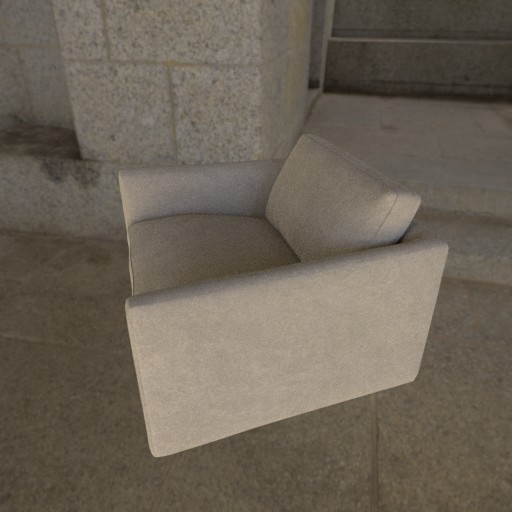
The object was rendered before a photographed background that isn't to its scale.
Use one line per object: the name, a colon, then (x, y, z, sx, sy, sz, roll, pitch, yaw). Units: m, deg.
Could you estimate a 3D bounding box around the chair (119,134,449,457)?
chair: (0.000, 0.000, 1.896, 1.091, 0.845, 1.190, -8, 30, -14)
